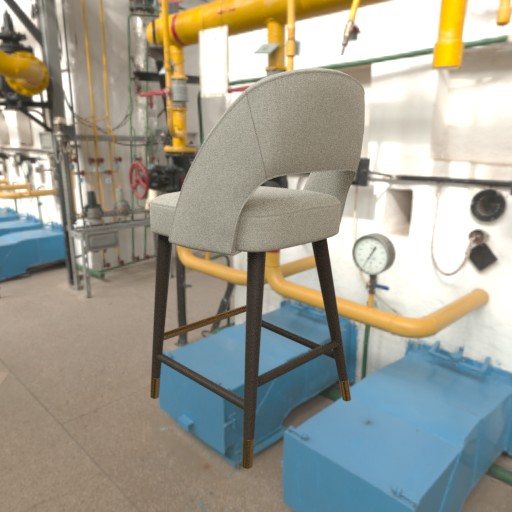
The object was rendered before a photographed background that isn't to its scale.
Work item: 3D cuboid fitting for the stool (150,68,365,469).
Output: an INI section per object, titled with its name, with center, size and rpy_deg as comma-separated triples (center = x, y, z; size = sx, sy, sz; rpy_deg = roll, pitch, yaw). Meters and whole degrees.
[stool]
center = 0.000, 0.000, 1.265
size = 0.494, 0.940, 0.509
rpy_deg = -14, 20, -42
